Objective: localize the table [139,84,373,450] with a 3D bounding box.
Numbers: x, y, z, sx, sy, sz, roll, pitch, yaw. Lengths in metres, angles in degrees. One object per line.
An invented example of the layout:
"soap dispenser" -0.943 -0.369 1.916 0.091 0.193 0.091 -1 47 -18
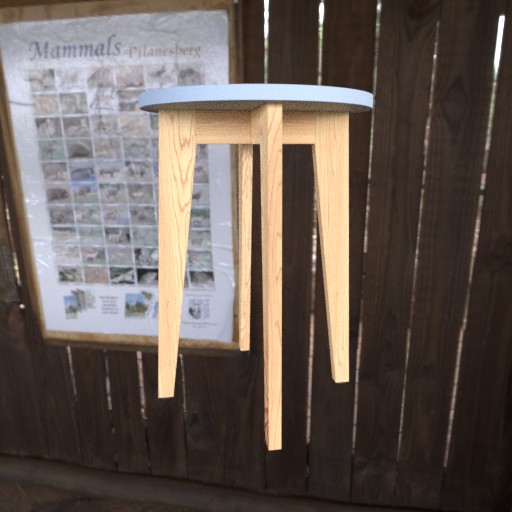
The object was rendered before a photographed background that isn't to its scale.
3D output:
"table" 0.000 0.000 0.744 0.350 0.500 0.350 0 14 0
